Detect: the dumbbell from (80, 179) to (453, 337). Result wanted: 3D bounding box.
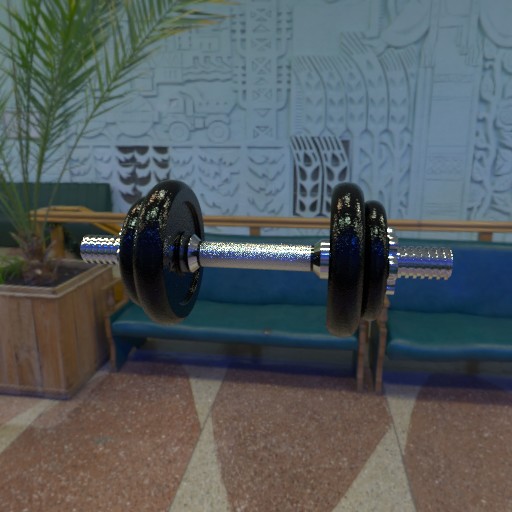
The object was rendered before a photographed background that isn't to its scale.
[{"bbox_3d":[0.000,0.000,0.601,0.497,0.202,0.202,2,14,9],"label":"dumbbell"}]
